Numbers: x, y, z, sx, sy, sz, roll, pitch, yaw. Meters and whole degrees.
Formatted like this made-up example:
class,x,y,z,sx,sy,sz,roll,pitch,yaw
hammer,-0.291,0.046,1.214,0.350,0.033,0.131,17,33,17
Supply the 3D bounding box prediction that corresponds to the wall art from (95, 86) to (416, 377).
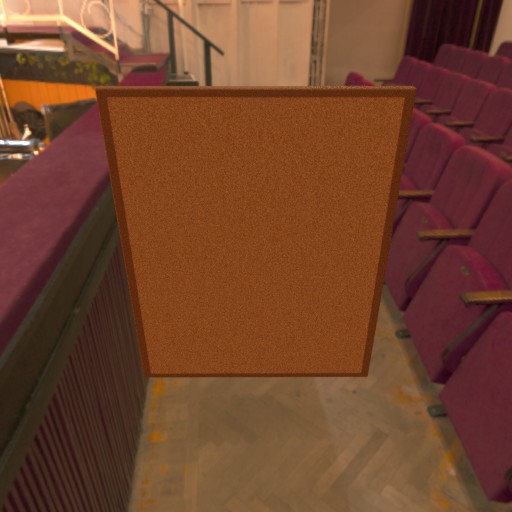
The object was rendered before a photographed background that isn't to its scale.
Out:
class,x,y,z,sx,sy,sz,roll,pitch,yaw
wall art,0.000,0.000,0.525,0.310,0.379,0.015,0,30,0
